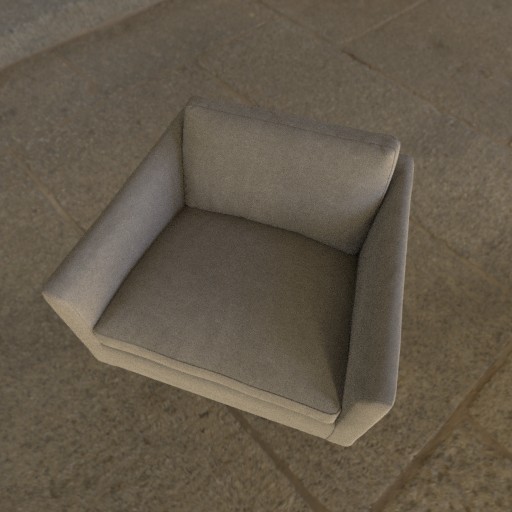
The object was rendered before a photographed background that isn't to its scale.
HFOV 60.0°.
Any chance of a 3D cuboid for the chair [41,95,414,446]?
[{"bbox_3d":[0.000,0.000,1.850,1.190,0.845,1.091,16,58,10],"label":"chair"}]
